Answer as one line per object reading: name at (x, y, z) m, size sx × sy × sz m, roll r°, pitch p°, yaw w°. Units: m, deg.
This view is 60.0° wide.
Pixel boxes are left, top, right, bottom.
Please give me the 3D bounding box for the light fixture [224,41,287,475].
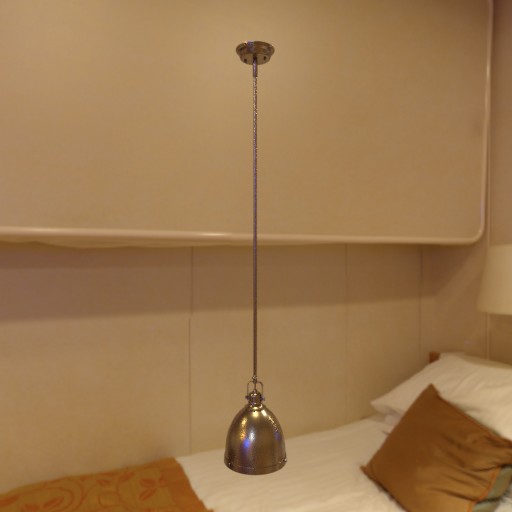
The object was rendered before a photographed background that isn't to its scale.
light fixture at (0.000, 0.000, 1.480) m, size 0.217 × 1.367 × 0.211 m, roll 0°, pitch 1°, yaw 18°
